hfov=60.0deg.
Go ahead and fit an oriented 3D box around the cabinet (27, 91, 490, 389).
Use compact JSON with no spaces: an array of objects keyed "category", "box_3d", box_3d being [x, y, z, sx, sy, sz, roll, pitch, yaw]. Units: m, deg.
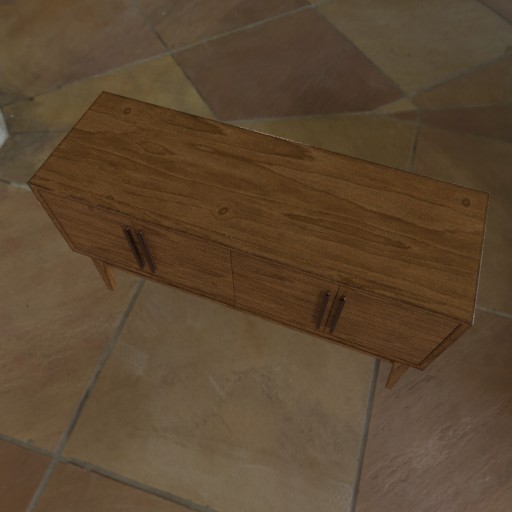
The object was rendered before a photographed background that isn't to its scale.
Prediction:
[{"category":"cabinet","box_3d":[0.000,0.000,1.719,1.363,0.802,0.477,18,61,10]}]
